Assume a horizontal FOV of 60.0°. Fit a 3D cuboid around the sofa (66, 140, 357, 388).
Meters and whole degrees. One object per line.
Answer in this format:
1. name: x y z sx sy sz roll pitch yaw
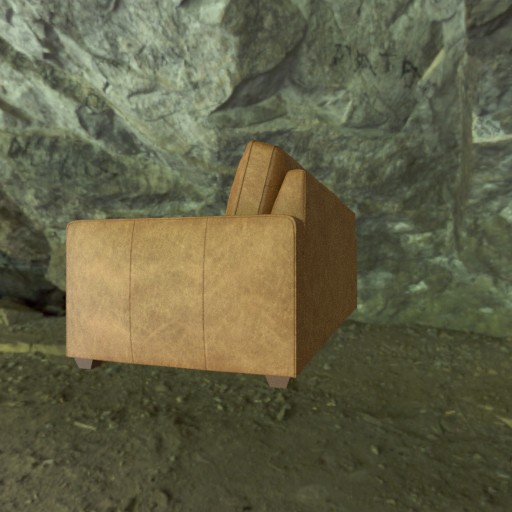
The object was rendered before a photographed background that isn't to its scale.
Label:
1. sofa: 0.000 0.000 2.661 0.991 0.928 2.156 0 0 18
